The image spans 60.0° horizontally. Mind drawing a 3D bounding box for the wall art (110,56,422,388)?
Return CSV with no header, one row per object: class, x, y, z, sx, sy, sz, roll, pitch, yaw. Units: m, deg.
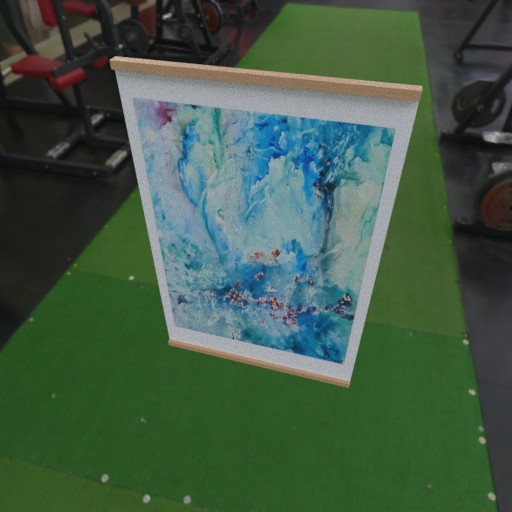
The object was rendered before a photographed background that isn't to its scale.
wall art,0.000,0.000,0.631,0.335,0.510,0.013,11,42,12
